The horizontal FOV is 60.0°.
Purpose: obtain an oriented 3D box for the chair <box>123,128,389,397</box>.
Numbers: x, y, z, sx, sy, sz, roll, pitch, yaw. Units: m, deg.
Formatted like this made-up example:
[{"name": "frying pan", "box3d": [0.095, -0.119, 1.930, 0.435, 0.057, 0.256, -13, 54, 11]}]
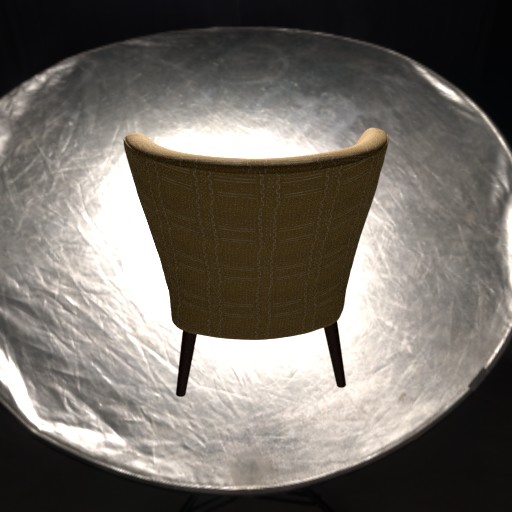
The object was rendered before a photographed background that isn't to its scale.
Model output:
[{"name": "chair", "box3d": [0.000, 0.000, 1.432, 0.706, 0.866, 0.758, -2, 30, -4]}]
